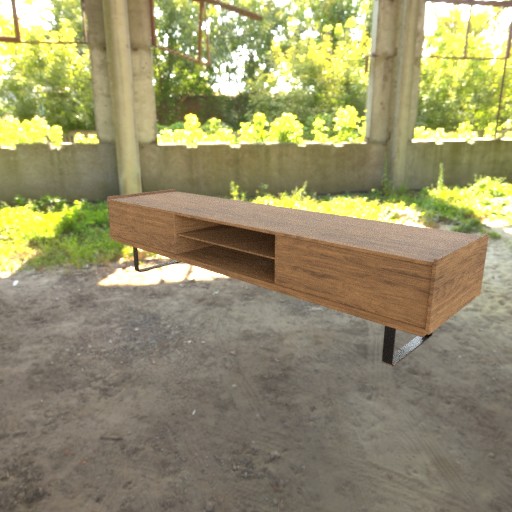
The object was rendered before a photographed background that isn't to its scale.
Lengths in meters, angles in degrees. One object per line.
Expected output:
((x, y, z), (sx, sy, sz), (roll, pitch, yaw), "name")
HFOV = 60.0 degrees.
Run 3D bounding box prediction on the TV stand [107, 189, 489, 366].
((0.000, 0.000, 2.025), (1.796, 0.415, 0.467), (14, 21, 41), "TV stand")
